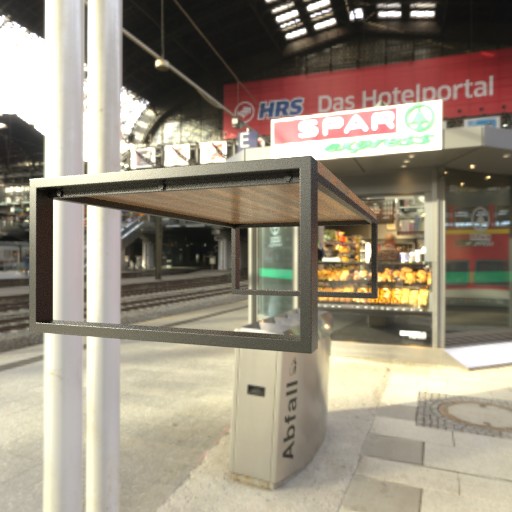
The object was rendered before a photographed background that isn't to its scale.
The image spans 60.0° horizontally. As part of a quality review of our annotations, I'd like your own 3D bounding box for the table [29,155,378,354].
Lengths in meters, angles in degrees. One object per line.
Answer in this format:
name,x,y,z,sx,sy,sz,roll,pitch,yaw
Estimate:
table,0.000,0.000,1.651,0.750,0.400,1.350,0,0,21
